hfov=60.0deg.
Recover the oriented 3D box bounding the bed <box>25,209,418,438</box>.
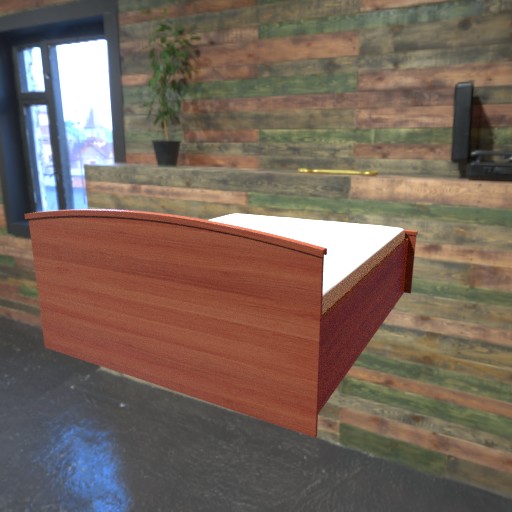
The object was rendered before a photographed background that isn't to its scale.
[{"bbox_3d":[0.000,0.000,2.924,1.683,0.848,2.053,8,16,28],"label":"bed"}]
